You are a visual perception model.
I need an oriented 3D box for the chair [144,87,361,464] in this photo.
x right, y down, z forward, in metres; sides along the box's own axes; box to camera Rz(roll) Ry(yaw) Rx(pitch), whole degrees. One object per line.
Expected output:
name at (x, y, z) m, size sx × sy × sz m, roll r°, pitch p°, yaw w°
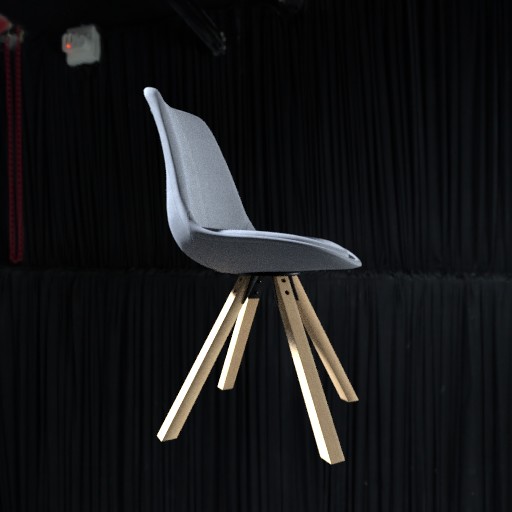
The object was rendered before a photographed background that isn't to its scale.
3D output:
chair at (0.000, 0.000, 1.184) m, size 0.549 × 0.863 × 0.474 m, roll 0°, pitch 1°, yaw 17°
